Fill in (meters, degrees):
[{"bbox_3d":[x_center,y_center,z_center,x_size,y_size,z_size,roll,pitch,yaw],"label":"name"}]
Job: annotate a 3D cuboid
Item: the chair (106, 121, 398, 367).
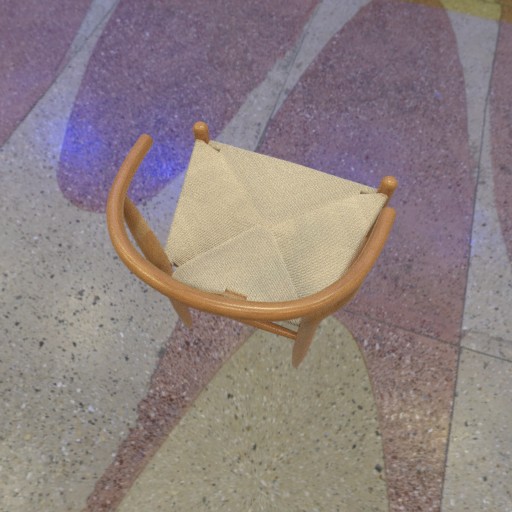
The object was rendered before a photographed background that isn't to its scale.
[{"bbox_3d":[0.000,0.000,1.145,0.569,0.730,0.579,18,65,9],"label":"chair"}]
